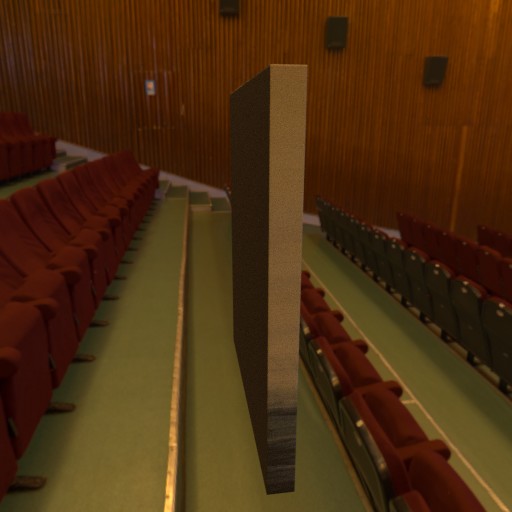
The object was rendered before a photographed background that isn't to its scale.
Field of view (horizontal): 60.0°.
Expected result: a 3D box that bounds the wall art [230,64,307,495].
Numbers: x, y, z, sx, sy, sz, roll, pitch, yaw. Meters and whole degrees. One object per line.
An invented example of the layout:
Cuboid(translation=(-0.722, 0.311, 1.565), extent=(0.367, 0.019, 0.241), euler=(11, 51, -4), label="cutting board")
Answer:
Cuboid(translation=(0.000, 0.000, 0.705), extent=(0.037, 0.511, 0.435), euler=(-2, 17, -8), label="wall art")
